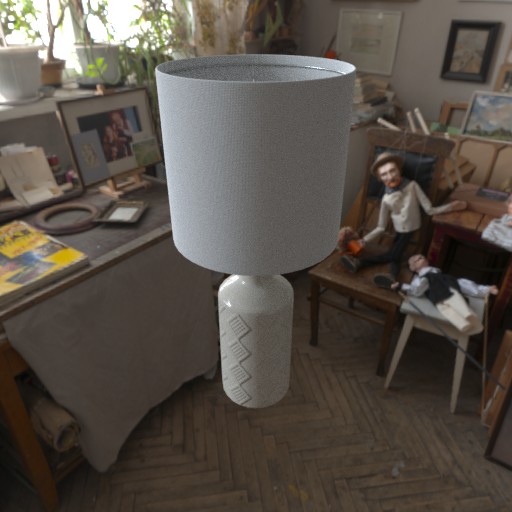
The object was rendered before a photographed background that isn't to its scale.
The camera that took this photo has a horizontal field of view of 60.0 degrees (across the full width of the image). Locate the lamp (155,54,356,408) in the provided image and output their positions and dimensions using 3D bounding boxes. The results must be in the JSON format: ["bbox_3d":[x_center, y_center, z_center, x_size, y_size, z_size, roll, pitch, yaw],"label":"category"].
[{"bbox_3d":[0.000,0.000,0.579,0.207,0.461,0.207,-1,30,-2],"label":"lamp"}]
